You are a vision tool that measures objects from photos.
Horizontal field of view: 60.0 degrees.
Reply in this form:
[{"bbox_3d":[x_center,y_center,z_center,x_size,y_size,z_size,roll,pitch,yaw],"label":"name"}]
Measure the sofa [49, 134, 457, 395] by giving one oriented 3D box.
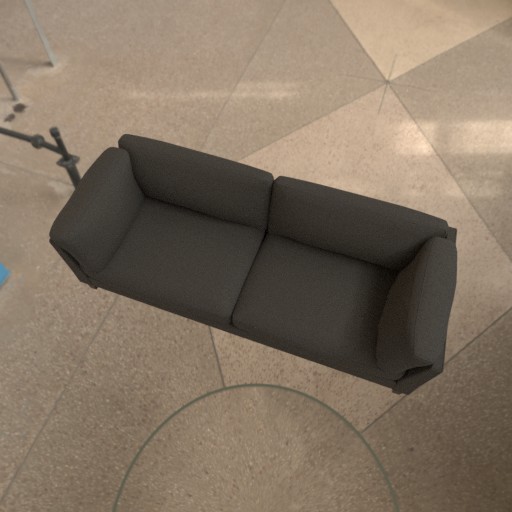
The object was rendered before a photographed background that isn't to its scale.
[{"bbox_3d":[0.000,0.000,2.804,2.312,0.792,0.969,17,60,10],"label":"sofa"}]
